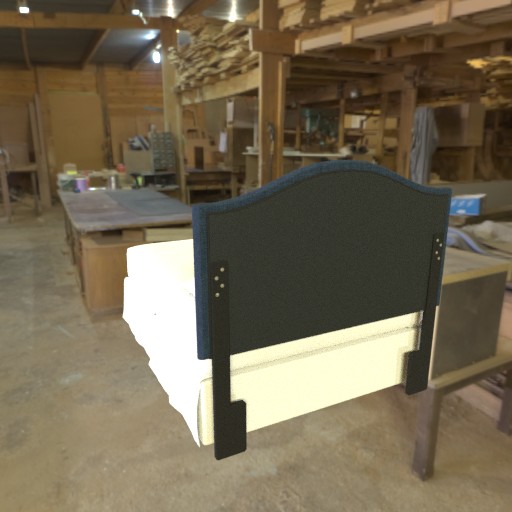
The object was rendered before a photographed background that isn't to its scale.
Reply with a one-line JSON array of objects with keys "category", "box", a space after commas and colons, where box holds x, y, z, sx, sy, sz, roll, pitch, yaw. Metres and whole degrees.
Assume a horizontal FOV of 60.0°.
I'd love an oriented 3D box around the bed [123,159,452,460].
[{"category": "bed", "box": [0.000, 0.000, 3.379, 1.713, 1.518, 2.153, -7, 17, -26]}]
